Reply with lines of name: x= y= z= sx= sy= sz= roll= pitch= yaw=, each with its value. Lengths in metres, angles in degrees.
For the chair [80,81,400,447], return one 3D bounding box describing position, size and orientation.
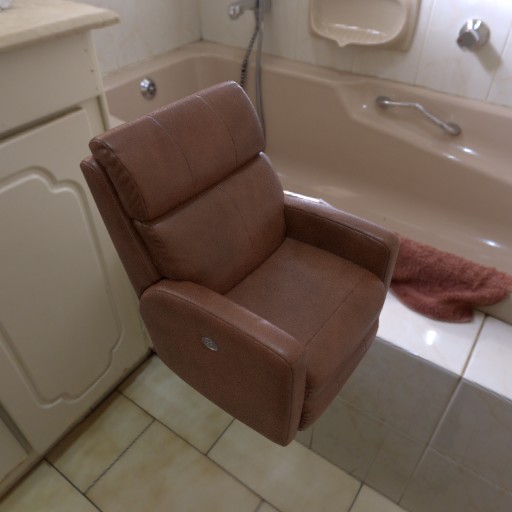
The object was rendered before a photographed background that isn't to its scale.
chair: x=0.000 y=0.000 z=1.715 sx=0.939 sy=1.016 sz=0.787 roll=26 pitch=47 yaw=28
